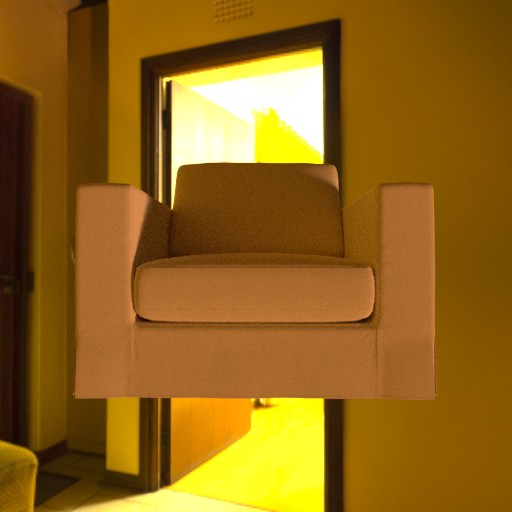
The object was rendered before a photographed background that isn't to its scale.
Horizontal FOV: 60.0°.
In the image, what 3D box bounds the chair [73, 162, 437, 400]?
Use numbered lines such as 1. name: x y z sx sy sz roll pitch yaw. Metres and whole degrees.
1. chair: 0.000 0.000 1.817 1.150 0.878 0.957 0 -1 1
